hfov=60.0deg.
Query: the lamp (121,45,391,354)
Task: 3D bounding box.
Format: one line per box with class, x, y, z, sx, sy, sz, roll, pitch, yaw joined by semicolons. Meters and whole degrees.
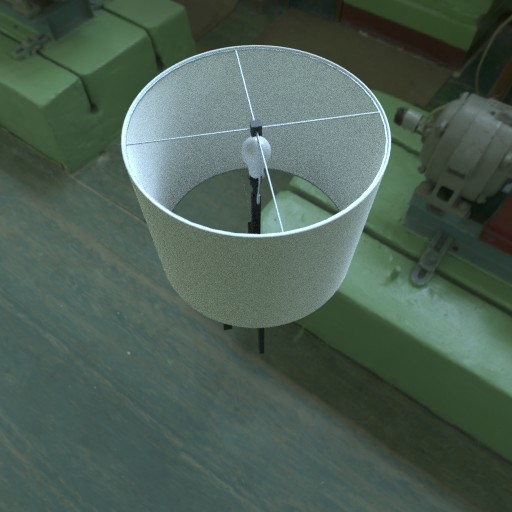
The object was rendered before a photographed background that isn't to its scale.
lamp;0.000;0.000;0.633;0.257;0.489;0.257;31;63;17
